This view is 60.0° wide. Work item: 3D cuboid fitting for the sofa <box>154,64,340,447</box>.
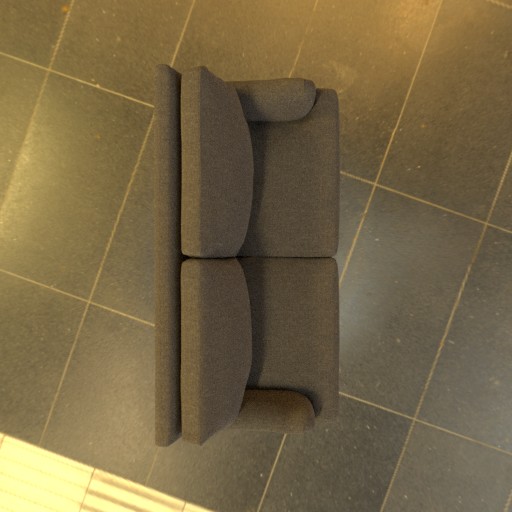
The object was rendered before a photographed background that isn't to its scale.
[{"bbox_3d":[0.000,0.000,2.847,1.087,1.054,2.160,0,91,1],"label":"sofa"}]
